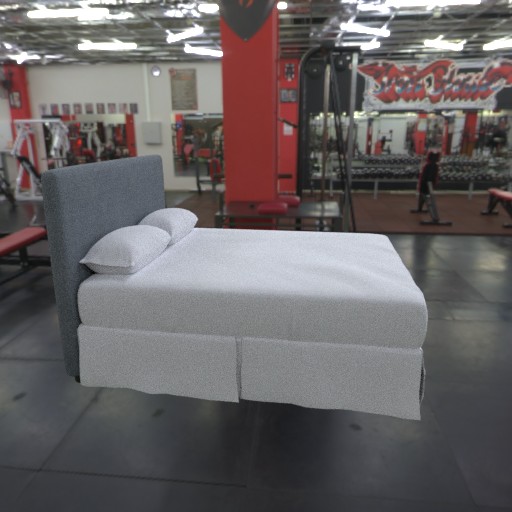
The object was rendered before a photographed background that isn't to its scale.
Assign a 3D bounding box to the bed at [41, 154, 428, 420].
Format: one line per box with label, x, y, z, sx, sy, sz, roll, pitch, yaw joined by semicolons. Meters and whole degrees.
bed;0.000;0.000;3.169;2.142;1.330;1.713;2;16;8
